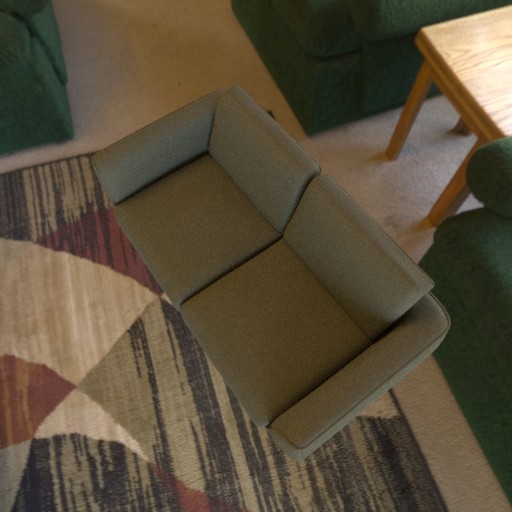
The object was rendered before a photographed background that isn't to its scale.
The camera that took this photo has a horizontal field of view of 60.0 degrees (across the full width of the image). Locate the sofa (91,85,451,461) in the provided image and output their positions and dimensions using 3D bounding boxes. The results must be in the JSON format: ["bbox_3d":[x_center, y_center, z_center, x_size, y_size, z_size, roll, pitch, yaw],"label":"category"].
[{"bbox_3d":[0.000,0.000,2.182,0.920,0.850,1.700,-33,68,-15],"label":"sofa"}]
